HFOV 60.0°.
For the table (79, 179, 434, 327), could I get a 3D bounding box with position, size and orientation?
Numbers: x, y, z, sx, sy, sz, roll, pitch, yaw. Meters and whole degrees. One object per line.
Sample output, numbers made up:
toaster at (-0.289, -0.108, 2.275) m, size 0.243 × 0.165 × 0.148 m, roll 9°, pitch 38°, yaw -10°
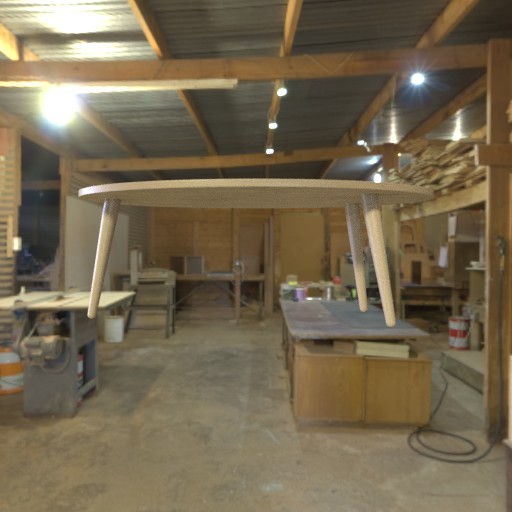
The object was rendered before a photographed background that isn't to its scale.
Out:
table at (0.000, 0.000, 1.379) m, size 1.083 × 0.390 × 0.542 m, roll 0°, pitch 0°, yaw 0°
